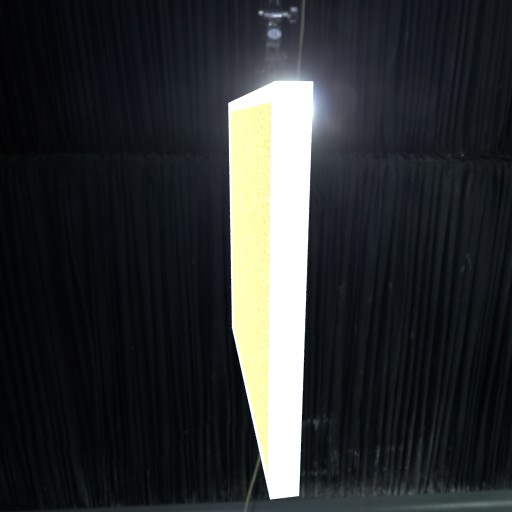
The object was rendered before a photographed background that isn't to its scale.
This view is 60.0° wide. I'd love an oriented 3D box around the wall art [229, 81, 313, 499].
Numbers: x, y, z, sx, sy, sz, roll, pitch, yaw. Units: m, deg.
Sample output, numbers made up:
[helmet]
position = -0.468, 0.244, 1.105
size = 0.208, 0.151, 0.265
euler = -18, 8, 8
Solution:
[wall art]
position = 0.000, 0.000, 0.743
size = 0.038, 0.505, 0.506
euler = -2, 17, -8
